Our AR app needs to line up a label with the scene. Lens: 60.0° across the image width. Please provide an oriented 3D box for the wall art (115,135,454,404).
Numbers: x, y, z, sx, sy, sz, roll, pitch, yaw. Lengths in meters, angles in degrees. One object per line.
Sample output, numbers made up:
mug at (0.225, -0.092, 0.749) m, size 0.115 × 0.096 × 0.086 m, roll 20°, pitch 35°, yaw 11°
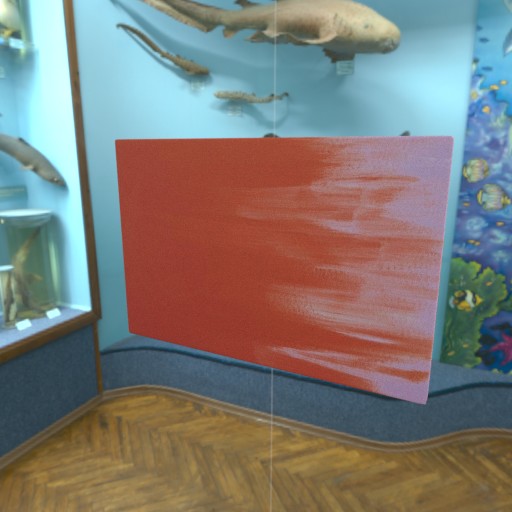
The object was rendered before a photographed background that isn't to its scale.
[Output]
wall art at (0.000, 0.000, 1.183) m, size 0.913 × 0.609 × 0.040 m, roll 7°, pitch 15°, yaw 26°
